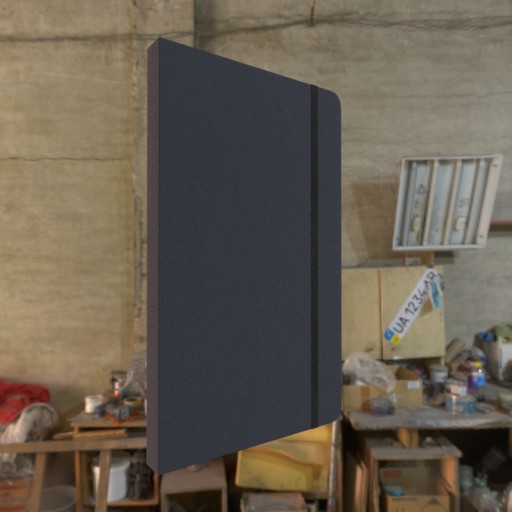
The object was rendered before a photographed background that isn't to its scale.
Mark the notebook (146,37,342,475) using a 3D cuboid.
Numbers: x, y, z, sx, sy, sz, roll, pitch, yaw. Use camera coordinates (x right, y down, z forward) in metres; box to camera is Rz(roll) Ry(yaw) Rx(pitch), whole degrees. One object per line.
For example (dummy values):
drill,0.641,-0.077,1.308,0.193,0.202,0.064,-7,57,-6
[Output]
notebook,0.000,0.000,0.257,0.127,0.213,0.016,0,-1,-36
